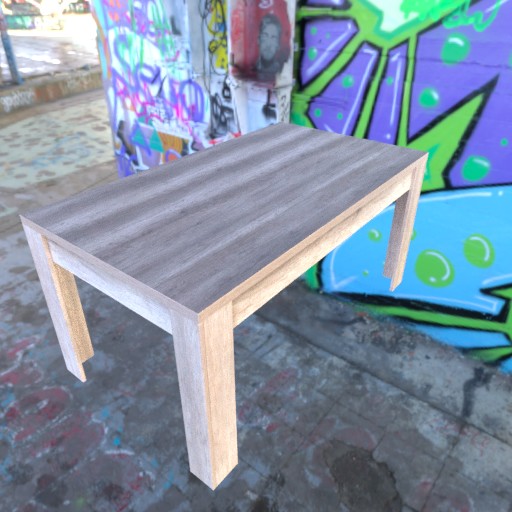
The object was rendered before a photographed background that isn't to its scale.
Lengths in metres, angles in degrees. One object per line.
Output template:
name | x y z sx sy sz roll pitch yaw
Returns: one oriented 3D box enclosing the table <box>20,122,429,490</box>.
table | 0.000 0.000 2.090 0.900 0.775 1.600 23 38 32
